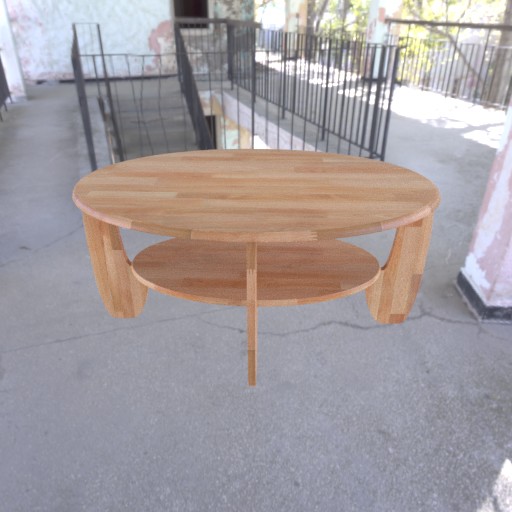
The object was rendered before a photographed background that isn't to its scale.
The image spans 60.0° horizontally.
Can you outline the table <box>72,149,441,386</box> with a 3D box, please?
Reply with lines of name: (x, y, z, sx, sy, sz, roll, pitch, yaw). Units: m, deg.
table: (0.000, 0.000, 1.380, 1.040, 0.490, 0.690, 1, 29, 2)
